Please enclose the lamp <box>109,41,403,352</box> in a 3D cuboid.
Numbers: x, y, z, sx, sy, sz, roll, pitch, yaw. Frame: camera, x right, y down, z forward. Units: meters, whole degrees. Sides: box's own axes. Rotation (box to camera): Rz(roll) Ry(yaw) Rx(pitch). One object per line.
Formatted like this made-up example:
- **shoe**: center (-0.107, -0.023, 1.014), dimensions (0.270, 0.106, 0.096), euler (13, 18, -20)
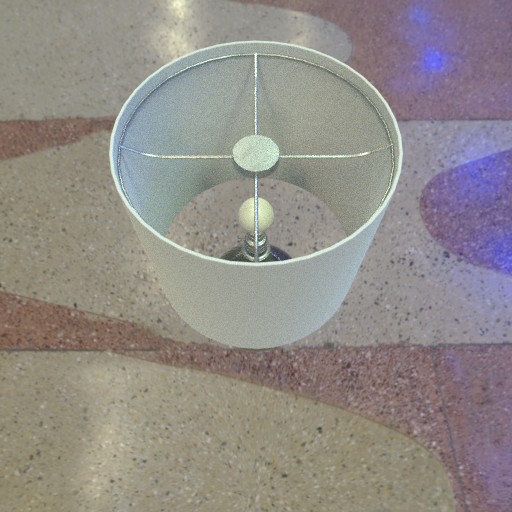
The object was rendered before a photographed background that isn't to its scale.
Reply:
- **lamp**: center (0.000, 0.000, 0.477), dimensions (0.207, 0.366, 0.207), euler (0, 62, 0)
